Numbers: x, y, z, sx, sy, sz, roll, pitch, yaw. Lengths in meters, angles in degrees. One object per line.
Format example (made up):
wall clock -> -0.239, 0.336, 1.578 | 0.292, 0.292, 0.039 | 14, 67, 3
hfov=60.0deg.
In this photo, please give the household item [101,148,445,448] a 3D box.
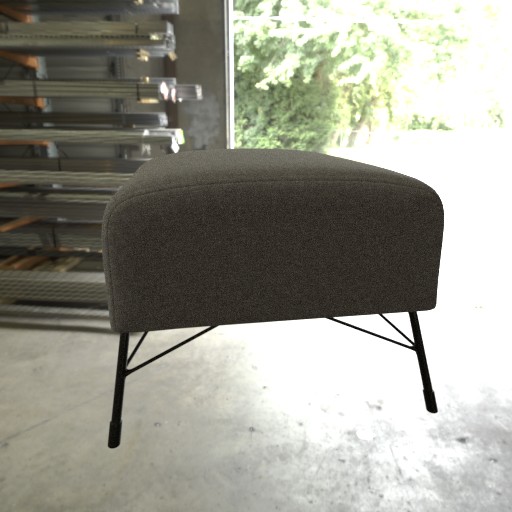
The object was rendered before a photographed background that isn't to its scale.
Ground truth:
household item -> 0.000, 0.000, 0.883 | 0.530, 0.410, 0.530 | -3, 17, -9
